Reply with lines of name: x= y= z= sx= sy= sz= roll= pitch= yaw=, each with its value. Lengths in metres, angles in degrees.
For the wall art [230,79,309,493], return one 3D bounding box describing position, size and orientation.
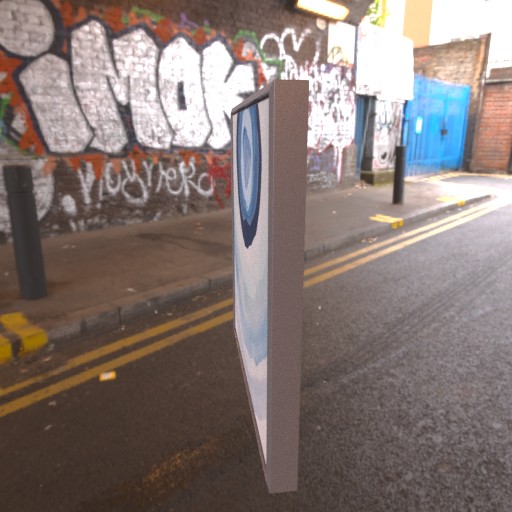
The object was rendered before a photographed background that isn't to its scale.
wall art: x=0.000 y=0.000 z=0.521 sx=0.028 sy=0.349 sz=0.349 roll=-2 pitch=15 yaw=-8
